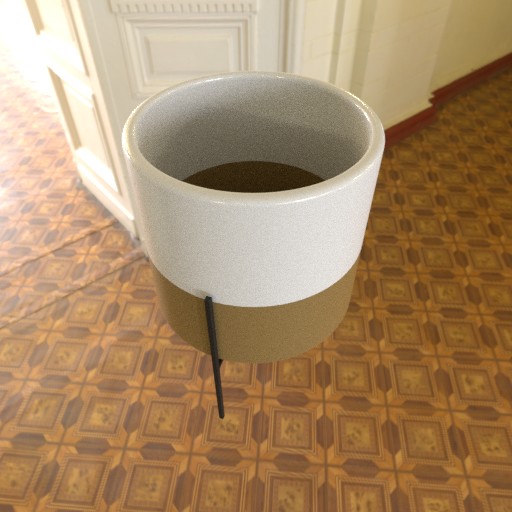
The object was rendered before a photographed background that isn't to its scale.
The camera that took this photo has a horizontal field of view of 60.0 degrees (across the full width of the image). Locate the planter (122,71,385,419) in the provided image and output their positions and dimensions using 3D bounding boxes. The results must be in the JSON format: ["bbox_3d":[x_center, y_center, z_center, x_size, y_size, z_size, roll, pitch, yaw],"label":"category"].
[{"bbox_3d":[0.000,0.000,0.662,0.310,0.432,0.310,3,45,3],"label":"planter"}]
